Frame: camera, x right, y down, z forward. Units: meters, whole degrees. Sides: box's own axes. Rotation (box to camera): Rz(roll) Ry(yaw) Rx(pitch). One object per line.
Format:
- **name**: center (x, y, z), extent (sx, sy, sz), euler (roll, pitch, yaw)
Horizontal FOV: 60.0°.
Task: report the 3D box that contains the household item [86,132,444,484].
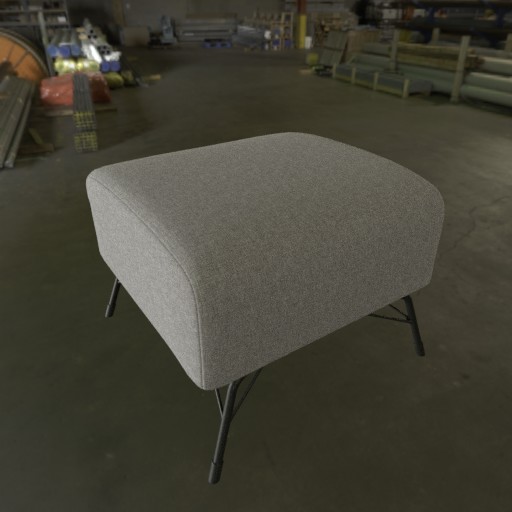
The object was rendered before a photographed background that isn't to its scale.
- **household item**: center (0.000, 0.000, 0.912), extent (0.530, 0.410, 0.530), euler (-19, 35, -29)
